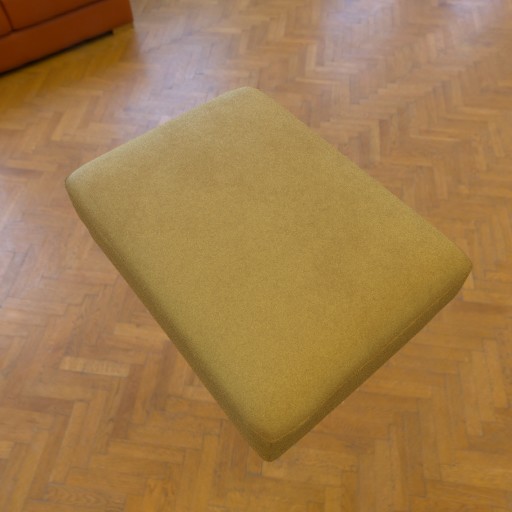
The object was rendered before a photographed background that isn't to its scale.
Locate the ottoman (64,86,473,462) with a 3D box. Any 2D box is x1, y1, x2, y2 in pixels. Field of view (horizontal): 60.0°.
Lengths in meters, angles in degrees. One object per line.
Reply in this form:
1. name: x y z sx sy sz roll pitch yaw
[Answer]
1. ottoman: 0.000 0.000 1.139 0.608 0.449 0.811 -35 64 -20
